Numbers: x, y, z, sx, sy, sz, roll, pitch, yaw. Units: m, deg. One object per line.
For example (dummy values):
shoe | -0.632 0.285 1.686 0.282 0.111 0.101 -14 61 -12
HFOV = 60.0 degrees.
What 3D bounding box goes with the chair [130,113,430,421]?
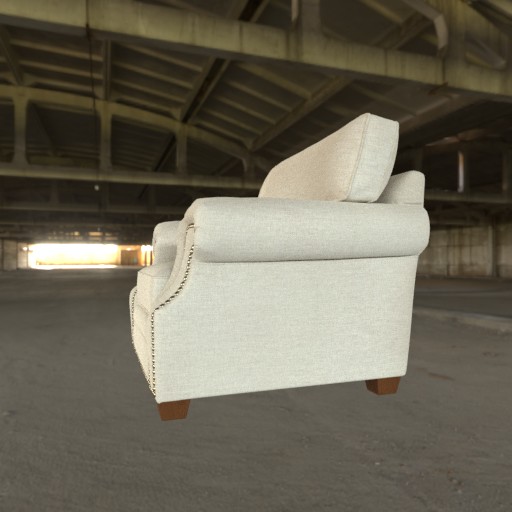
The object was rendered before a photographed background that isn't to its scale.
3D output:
chair | 0.000 0.000 1.845 0.965 0.961 1.092 0 0 -19
